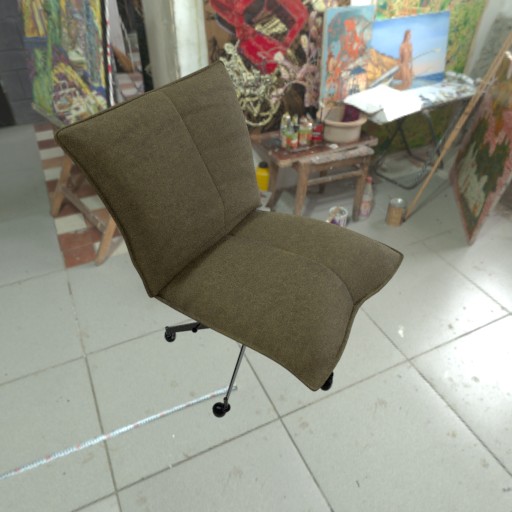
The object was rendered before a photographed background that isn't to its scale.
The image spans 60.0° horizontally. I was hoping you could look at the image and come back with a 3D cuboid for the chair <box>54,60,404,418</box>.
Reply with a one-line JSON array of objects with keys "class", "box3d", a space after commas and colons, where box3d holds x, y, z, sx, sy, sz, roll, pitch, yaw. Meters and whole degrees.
[{"class": "chair", "box3d": [0.000, 0.000, 1.255, 0.696, 0.811, 0.597, 24, 46, 26]}]
